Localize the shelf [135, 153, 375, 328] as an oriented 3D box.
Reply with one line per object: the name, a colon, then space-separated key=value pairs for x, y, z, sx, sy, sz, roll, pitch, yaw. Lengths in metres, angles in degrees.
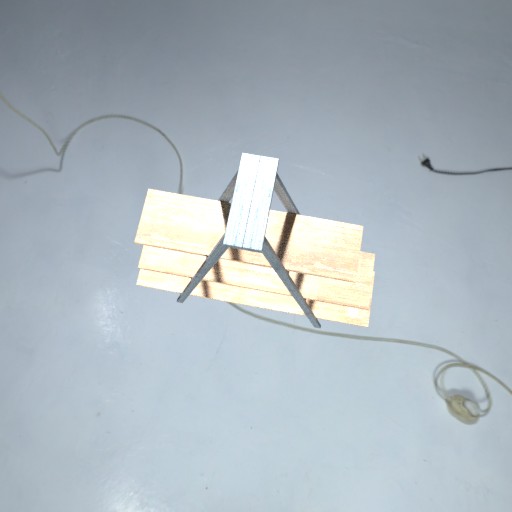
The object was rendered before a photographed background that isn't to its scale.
shelf: x=0.000 y=0.000 z=2.706 sx=1.746 sy=1.808 sz=0.508 roll=10 pitch=75 yaw=3
